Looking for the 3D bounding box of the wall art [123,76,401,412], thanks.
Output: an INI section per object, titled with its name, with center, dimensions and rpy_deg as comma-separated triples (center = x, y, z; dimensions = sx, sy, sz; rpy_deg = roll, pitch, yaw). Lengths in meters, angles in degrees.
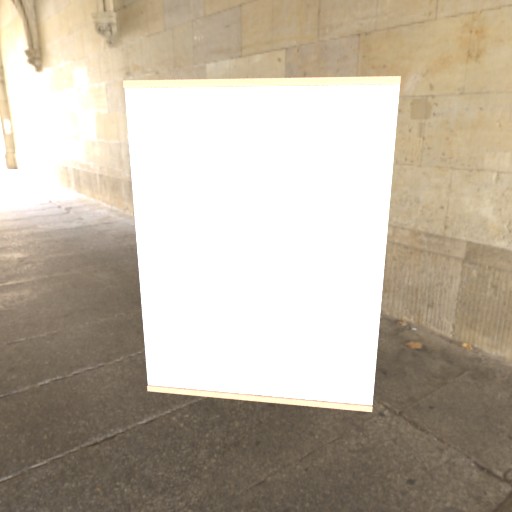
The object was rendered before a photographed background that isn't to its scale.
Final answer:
[wall art]
center = 0.000, 0.000, 0.816
dimensions = 0.459, 0.608, 0.012
rpy_deg = 3, 17, 9
